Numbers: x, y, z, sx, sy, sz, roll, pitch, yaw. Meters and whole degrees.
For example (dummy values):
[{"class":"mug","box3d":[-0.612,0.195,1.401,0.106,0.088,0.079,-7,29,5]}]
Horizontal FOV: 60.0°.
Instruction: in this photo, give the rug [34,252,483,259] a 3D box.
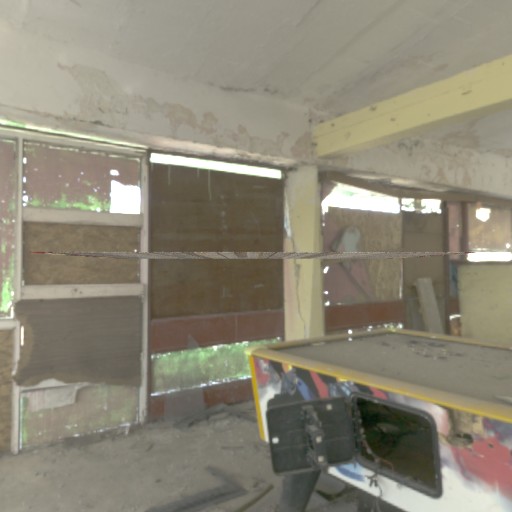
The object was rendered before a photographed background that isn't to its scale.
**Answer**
[{"class":"rug","box3d":[0.000,0.000,3.067,2.465,0.012,1.465,0,-2,-1]}]
